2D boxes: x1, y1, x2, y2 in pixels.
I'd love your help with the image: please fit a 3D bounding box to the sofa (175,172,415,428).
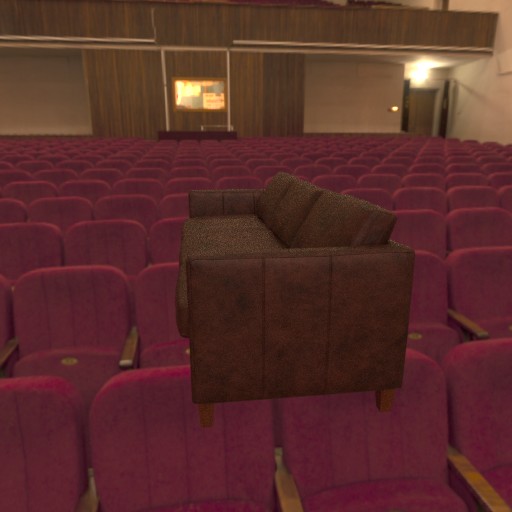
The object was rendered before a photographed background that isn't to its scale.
[{"bbox_3d":[0.000,0.000,3.054,1.045,1.006,2.464,-2,15,-8],"label":"sofa"}]
